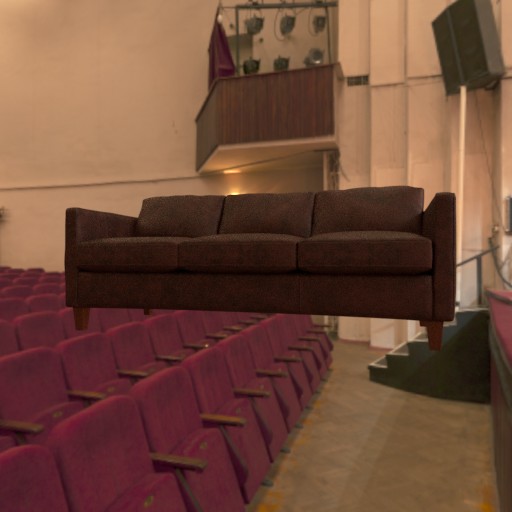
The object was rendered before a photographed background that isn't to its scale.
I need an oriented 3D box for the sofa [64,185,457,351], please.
[{"bbox_3d":[0.000,0.000,3.063,2.464,1.006,1.045,0,0,17],"label":"sofa"}]
